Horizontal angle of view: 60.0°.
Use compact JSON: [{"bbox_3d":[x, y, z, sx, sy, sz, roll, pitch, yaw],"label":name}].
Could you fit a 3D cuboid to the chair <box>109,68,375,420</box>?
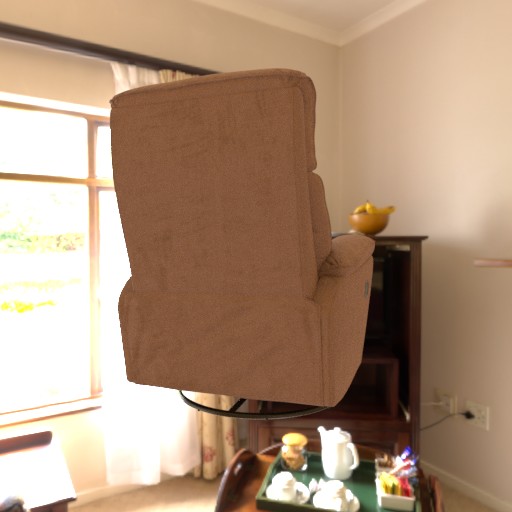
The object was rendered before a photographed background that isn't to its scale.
[{"bbox_3d":[0.000,0.000,1.672,0.820,1.037,1.004,0,1,19],"label":"chair"}]
